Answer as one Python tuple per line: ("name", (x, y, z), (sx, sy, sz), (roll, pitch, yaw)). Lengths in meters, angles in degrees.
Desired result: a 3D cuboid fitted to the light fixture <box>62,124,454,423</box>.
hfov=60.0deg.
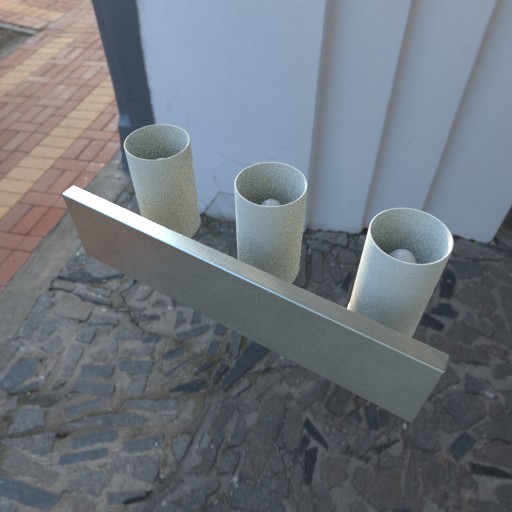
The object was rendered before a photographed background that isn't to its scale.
("light fixture", (0.000, 0.000, 0.524), (0.451, 0.172, 0.145), (24, 51, 21))
